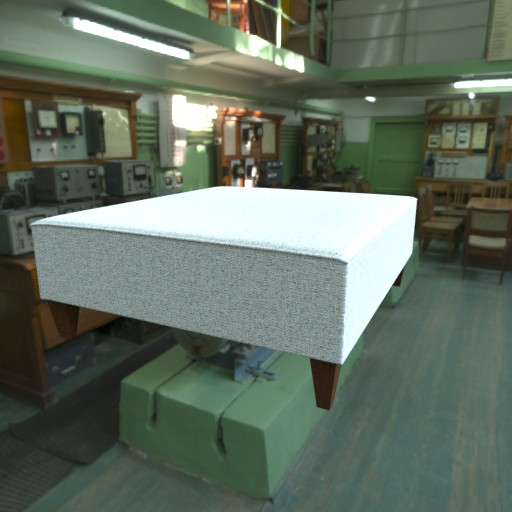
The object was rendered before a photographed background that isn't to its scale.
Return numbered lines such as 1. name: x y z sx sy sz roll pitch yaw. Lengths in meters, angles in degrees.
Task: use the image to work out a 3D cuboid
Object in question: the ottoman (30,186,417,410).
1. ottoman: 0.000 0.000 1.238 0.736 0.303 0.835 7 16 25
